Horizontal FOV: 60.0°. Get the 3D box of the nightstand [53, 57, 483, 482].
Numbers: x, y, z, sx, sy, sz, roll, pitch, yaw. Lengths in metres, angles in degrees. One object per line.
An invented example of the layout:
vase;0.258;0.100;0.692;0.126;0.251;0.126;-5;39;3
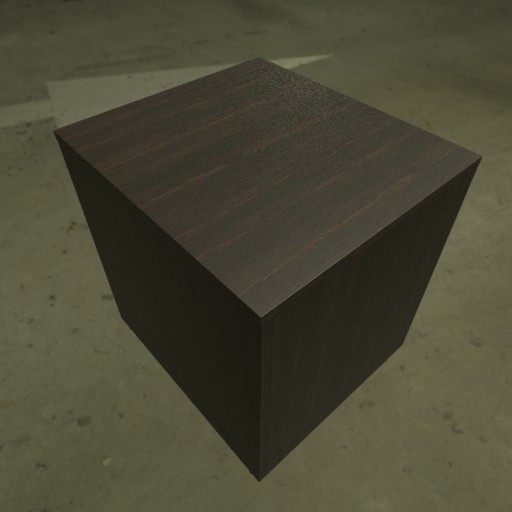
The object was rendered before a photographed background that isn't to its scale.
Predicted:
nightstand;0.000;0.000;0.783;0.400;0.460;0.461;-32;54;-28
